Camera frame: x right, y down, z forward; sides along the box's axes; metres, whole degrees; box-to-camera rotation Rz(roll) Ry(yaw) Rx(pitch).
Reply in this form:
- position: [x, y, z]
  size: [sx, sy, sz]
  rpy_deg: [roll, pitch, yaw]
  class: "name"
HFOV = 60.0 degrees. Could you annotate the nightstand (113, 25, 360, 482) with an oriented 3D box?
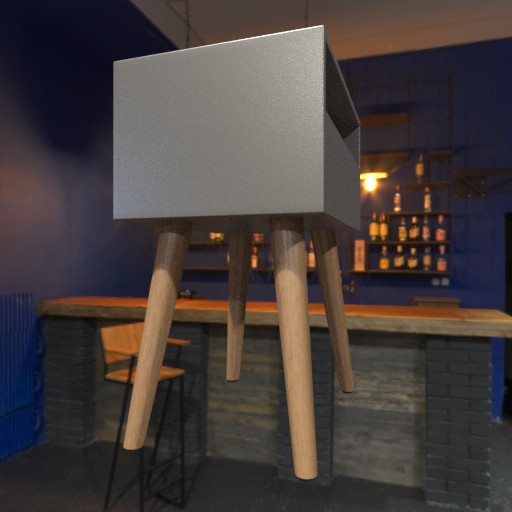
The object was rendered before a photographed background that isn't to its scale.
- position: [0.000, 0.000, 0.709]
  size: [0.288, 0.508, 0.370]
  rpy_deg: [0, 0, 19]
  class: "nightstand"
